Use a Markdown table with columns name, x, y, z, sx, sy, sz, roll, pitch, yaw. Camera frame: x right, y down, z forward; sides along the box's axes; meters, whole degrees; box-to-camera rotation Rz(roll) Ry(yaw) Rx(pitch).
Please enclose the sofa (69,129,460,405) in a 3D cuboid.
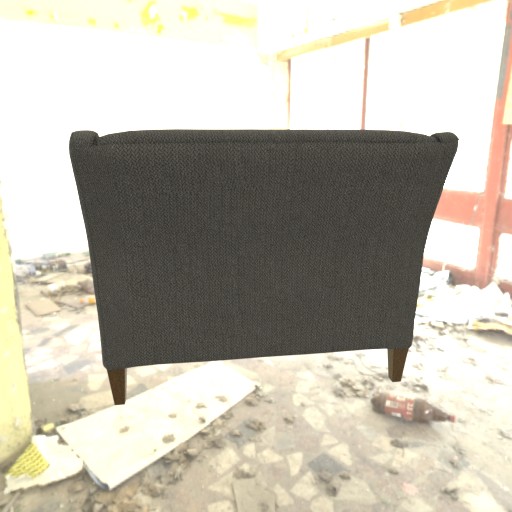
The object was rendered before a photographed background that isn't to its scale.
| name | x | y | z | sx | sy | sz | roll | pitch | yaw |
| --- | --- | --- | --- | --- | --- | --- | --- | --- | --- |
| sofa | 0.000 | 0.000 | 1.878 | 1.242 | 1.022 | 0.873 | -2 | 15 | -8 |
